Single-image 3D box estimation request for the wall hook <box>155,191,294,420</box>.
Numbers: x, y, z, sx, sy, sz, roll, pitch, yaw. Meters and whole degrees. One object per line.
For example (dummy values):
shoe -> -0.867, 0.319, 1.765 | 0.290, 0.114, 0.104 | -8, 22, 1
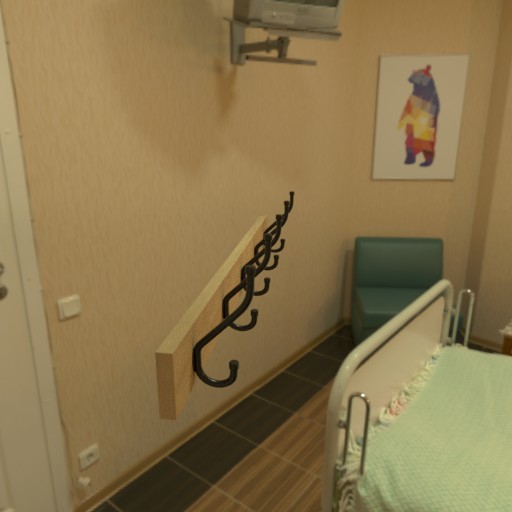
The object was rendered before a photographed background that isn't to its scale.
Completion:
wall hook -> 0.000, 0.000, 0.609 | 0.071, 0.117, 0.571 | 2, 16, 8
